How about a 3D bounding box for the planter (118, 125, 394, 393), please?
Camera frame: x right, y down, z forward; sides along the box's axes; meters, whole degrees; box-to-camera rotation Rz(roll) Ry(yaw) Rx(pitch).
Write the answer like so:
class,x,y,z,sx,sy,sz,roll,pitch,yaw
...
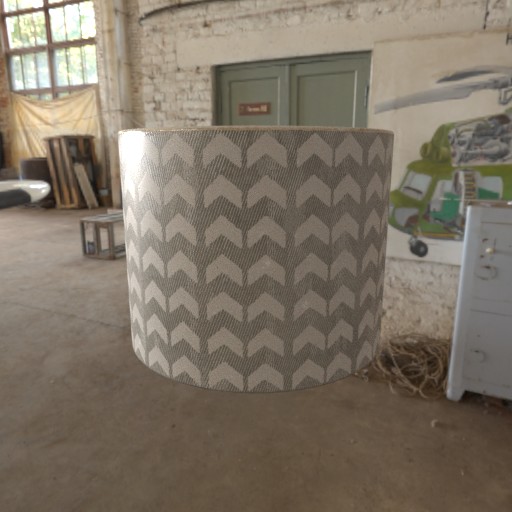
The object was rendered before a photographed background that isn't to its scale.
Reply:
class,x,y,z,sx,sy,sz,roll,pitch,yaw
planter,0.000,0.000,0.339,0.190,0.181,0.190,0,13,0
